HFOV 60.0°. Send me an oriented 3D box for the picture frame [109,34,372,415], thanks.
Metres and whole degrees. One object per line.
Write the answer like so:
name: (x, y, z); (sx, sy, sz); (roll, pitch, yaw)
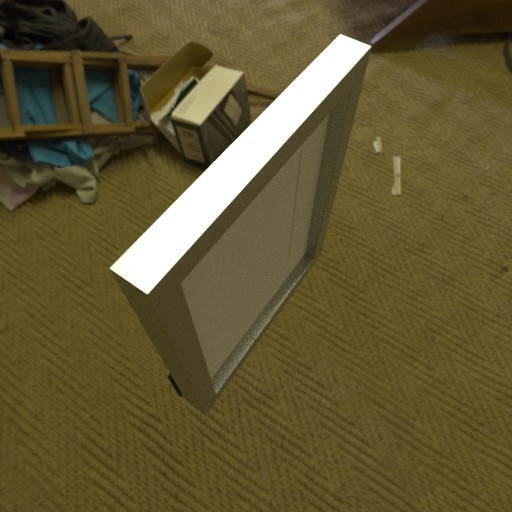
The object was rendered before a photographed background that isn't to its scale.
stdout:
picture frame: (0.000, 0.000, 0.386); (0.036, 0.282, 0.233); (31, 64, 17)
